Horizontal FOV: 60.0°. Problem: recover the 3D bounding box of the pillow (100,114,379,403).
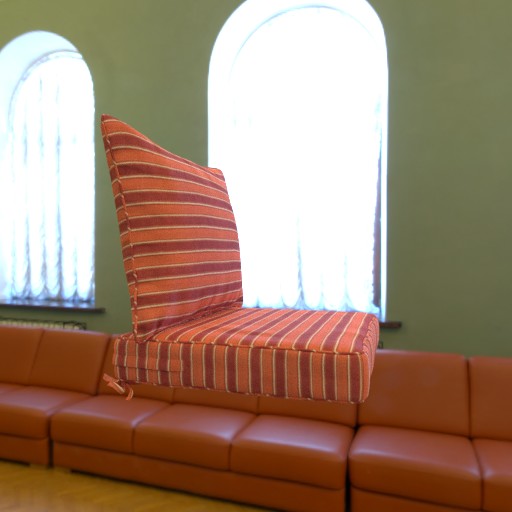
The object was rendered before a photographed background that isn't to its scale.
[{"bbox_3d":[0.000,0.000,1.403,0.733,0.723,0.799,0,0,17],"label":"pillow"}]
